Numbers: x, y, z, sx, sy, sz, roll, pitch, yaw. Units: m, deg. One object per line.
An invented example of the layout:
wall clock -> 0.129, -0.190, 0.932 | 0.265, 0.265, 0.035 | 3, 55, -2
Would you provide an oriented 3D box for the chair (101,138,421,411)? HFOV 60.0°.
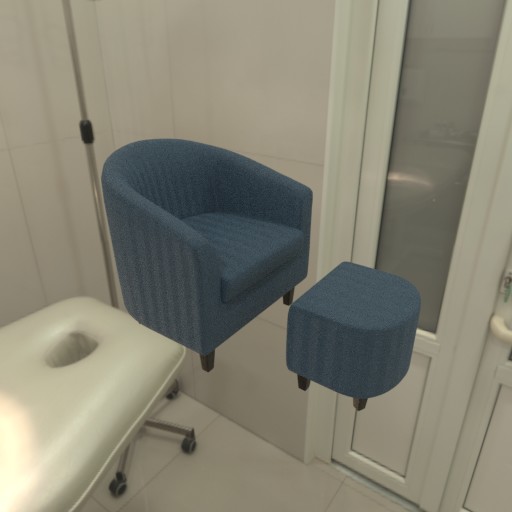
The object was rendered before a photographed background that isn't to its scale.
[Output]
chair -> 0.000, 0.000, 1.759 | 1.288, 0.757, 0.756 | 18, 31, 32
